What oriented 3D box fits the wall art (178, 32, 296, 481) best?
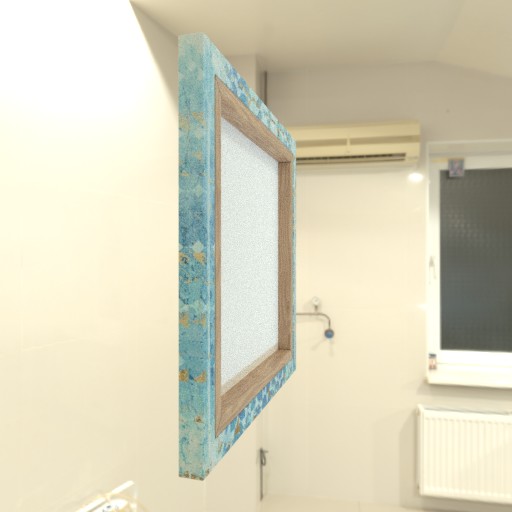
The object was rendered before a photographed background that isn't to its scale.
[{"bbox_3d":[0.000,0.000,0.896,0.040,0.609,0.609,0,0,17],"label":"wall art"}]
